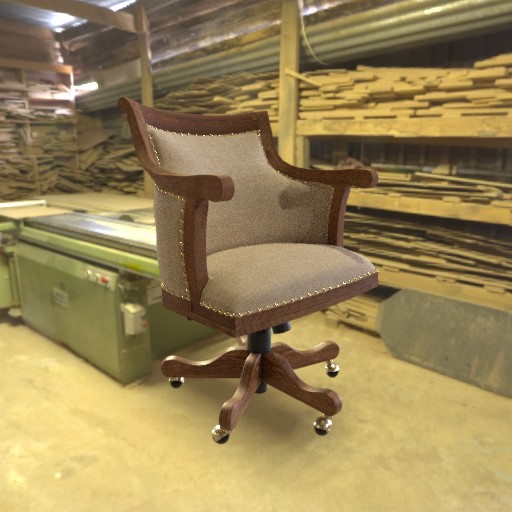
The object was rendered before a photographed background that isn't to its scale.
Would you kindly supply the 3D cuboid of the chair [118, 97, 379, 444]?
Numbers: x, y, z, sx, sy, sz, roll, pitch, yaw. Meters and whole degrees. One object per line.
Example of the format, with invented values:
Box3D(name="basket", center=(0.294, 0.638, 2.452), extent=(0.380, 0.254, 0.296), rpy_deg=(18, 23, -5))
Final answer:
Box3D(name="chair", center=(0.000, 0.000, 1.424), extent=(0.656, 0.965, 0.689), rpy_deg=(-12, 17, -42))
